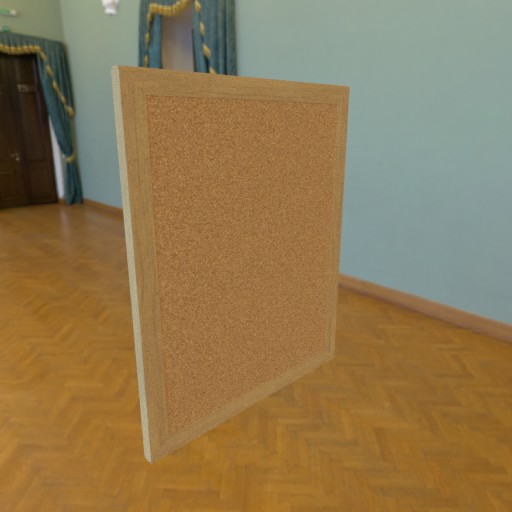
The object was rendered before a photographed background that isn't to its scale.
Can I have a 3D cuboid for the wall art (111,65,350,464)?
[{"bbox_3d":[0.000,0.000,0.752,0.460,0.561,0.020,-16,23,-42],"label":"wall art"}]
